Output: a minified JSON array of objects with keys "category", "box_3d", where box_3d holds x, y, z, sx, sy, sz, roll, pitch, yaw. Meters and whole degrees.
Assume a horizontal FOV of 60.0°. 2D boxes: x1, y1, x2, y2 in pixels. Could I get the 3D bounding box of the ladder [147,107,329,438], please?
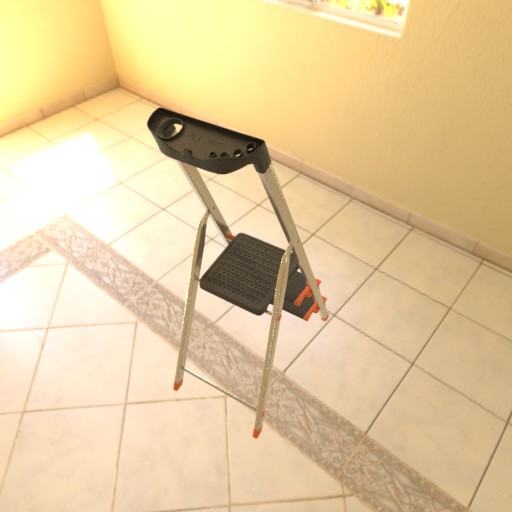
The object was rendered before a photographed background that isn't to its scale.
[{"category":"ladder","box_3d":[0.000,0.000,1.558,0.416,1.229,0.686,23,51,21]}]
